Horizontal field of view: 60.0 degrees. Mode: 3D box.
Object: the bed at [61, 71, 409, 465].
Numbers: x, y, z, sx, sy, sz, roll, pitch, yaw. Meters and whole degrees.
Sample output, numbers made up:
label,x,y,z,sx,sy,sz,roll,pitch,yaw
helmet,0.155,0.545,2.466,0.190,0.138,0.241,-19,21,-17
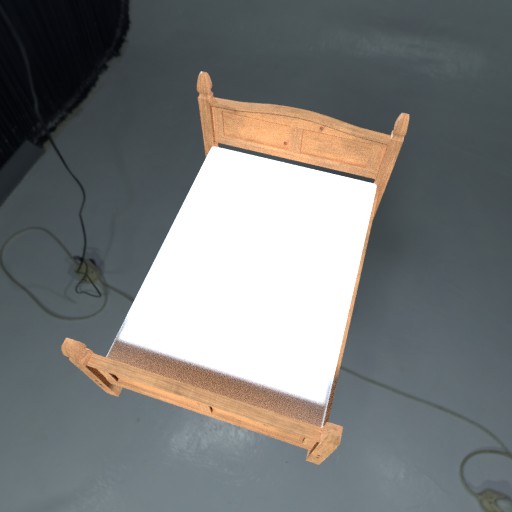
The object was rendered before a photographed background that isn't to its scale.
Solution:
label,x,y,z,sx,sy,sz,roll,pitch,yaw
bed,0.000,0.000,2.950,1.490,1.100,2.069,15,60,9
